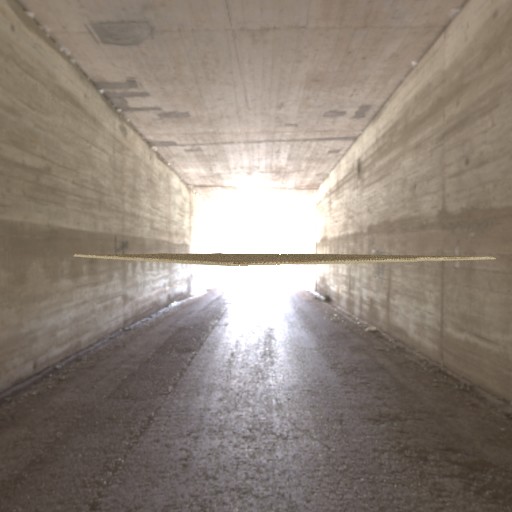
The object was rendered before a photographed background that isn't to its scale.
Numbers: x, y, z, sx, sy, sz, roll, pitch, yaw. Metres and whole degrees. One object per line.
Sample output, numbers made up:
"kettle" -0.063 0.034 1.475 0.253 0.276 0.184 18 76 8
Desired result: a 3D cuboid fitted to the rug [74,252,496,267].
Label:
"rug" 0.000 0.000 3.992 2.429 0.030 3.052 -1 1 -35
